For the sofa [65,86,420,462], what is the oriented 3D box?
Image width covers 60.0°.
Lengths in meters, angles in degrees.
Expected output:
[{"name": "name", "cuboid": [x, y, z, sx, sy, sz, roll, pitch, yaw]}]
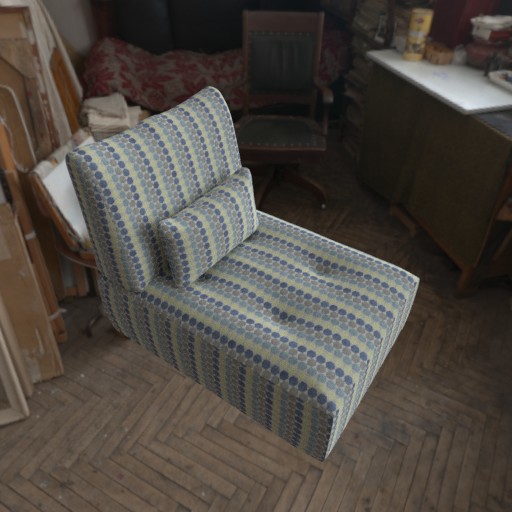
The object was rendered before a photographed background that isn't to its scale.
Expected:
[{"name": "sofa", "cuboid": [0.000, 0.000, 1.566, 1.000, 0.820, 0.700, 25, 47, 26]}]
